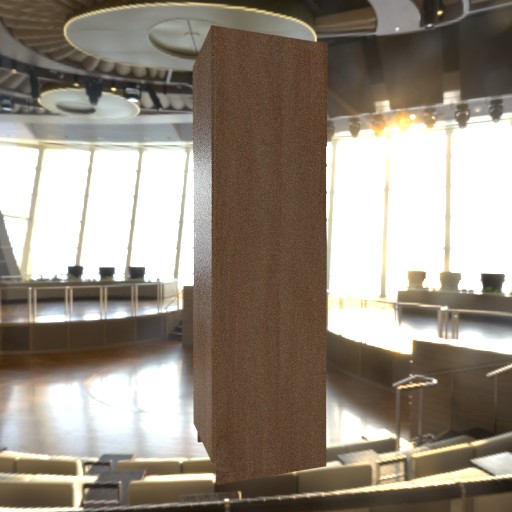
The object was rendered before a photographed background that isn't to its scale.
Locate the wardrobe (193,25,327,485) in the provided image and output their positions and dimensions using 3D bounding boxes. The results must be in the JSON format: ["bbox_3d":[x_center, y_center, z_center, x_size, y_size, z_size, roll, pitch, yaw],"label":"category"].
[{"bbox_3d":[0.000,0.000,2.361,0.588,2.117,0.496,0,1,-18],"label":"wardrobe"}]
